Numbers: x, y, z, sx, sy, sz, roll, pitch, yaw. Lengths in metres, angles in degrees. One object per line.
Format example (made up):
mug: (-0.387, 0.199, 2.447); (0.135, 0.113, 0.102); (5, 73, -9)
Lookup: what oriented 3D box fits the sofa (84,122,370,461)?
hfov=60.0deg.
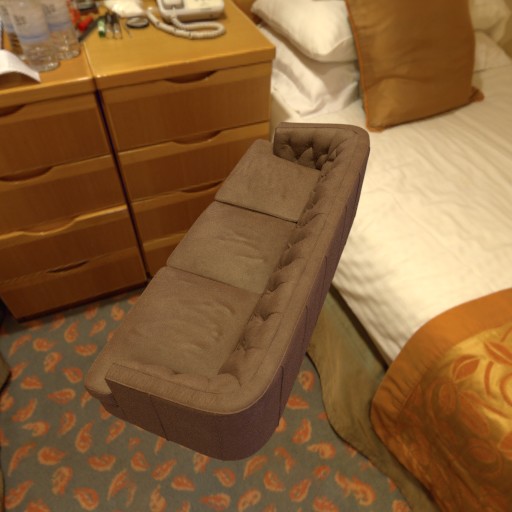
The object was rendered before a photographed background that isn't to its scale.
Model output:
sofa: (0.000, 0.000, 2.691); (0.927, 0.787, 2.227); (16, 50, 15)
